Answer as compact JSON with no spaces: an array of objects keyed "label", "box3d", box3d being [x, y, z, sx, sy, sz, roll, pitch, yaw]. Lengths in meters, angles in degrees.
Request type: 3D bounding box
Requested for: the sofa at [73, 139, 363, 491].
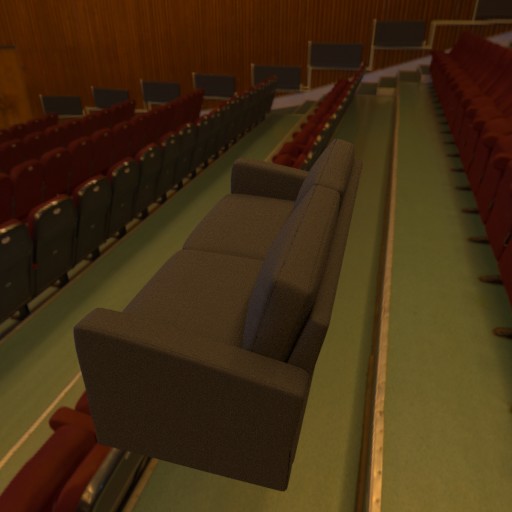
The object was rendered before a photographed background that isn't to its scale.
[{"label":"sofa","box3d":[0.000,0.000,2.249,0.898,0.839,1.852,8,31,13]}]
